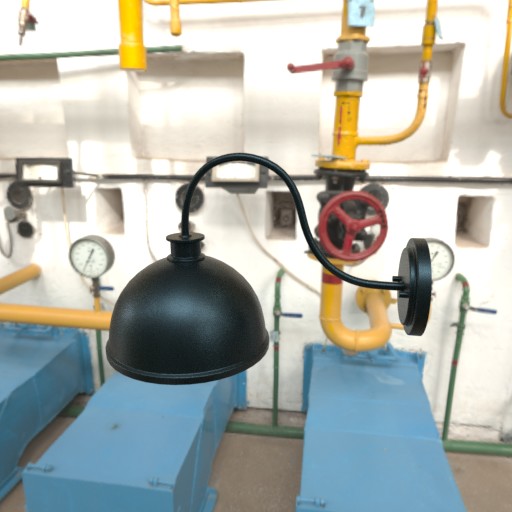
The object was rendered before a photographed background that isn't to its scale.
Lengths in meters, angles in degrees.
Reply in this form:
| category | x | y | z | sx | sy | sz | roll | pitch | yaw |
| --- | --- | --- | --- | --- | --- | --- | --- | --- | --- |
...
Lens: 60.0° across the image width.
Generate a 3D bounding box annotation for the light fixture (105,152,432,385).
| category | x | y | z | sx | sy | sz | roll | pitch | yaw |
| --- | --- | --- | --- | --- | --- | --- | --- | --- | --- |
| light fixture | 0.000 | 0.000 | 0.649 | 0.467 | 0.295 | 0.253 | 3 | 15 | 10 |
